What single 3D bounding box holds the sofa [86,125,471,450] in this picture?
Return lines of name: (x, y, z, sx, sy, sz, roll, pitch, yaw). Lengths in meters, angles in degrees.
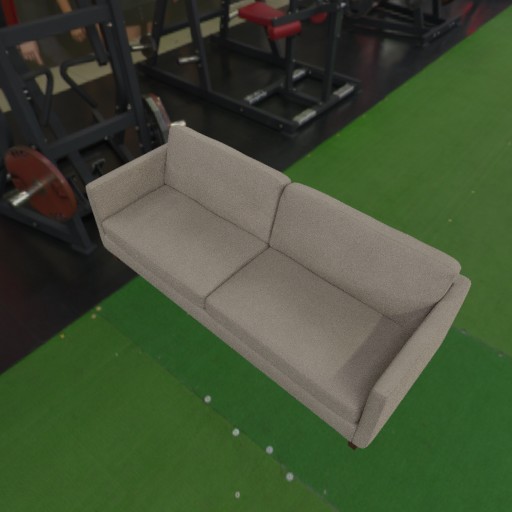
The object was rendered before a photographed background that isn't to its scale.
sofa: (0.000, 0.000, 2.936, 2.404, 0.912, 0.988, 32, 53, 28)
